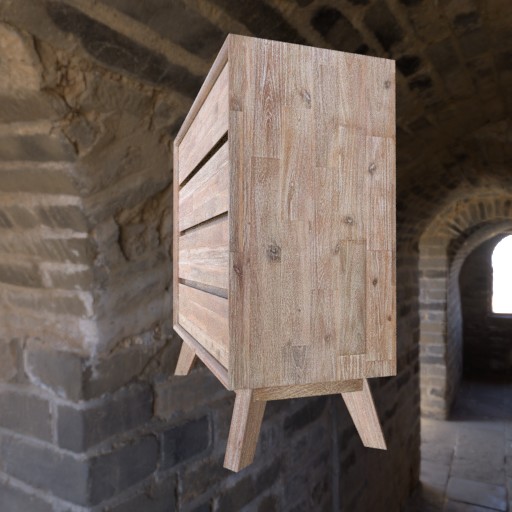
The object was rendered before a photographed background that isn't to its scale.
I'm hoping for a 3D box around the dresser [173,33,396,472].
[{"bbox_3d":[0.000,0.000,1.574,0.455,1.029,0.998,0,-1,-18],"label":"dresser"}]
